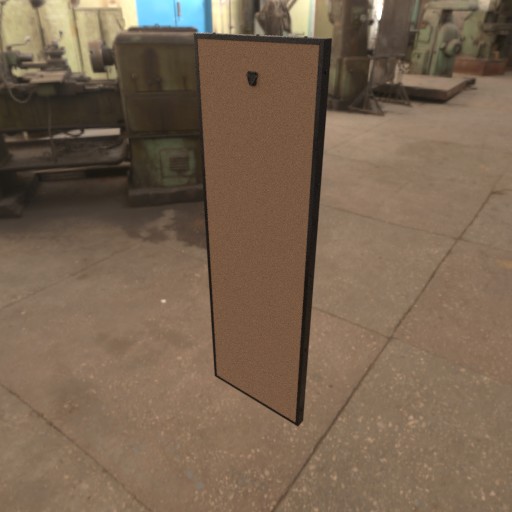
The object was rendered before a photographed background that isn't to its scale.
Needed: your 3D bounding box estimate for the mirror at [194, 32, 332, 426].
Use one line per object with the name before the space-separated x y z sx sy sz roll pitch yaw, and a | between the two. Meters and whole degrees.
mirror | 0.000 0.000 1.205 0.354 1.080 0.042 21 35 33
